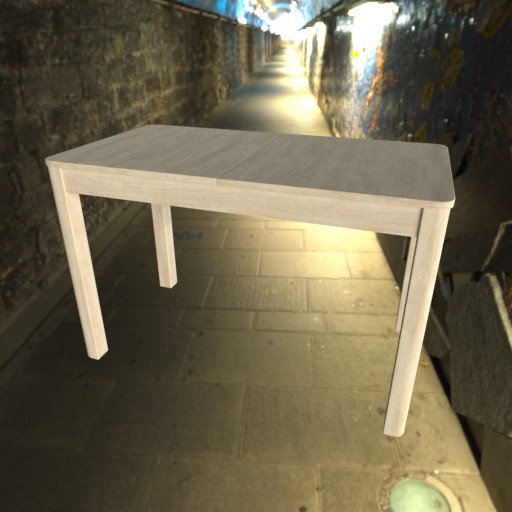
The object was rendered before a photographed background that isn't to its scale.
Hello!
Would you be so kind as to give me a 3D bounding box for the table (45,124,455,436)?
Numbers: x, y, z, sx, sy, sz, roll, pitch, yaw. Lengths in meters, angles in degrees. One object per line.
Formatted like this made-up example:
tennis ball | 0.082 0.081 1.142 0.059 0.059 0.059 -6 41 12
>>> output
table | 0.000 0.000 1.912 1.400 0.900 0.750 9 28 17
